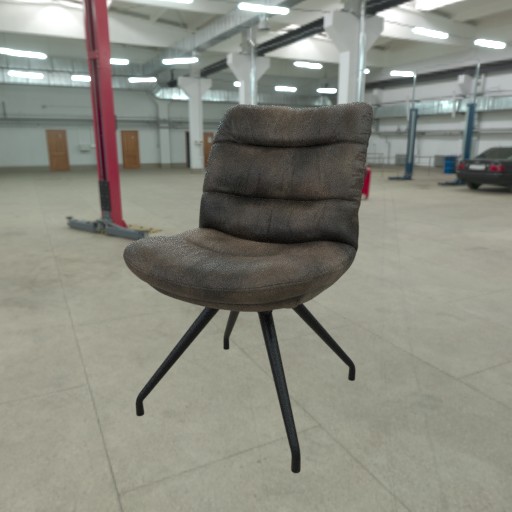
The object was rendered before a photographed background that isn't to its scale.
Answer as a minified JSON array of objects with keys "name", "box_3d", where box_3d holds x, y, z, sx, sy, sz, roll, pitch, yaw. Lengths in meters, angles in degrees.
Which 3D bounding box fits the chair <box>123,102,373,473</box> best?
[{"name":"chair","box_3d":[0.000,0.000,1.260,0.549,0.870,0.622,7,16,27]}]
